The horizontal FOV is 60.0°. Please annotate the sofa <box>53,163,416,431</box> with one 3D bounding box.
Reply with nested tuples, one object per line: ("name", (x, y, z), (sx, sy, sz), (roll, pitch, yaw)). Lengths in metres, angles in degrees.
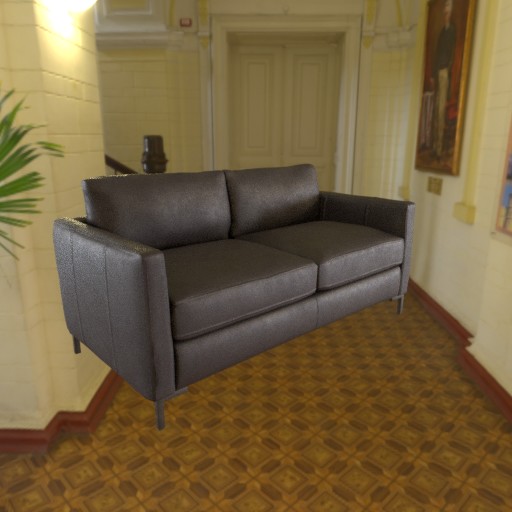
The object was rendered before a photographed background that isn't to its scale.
("sofa", (0.000, 0.000, 2.361), (1.805, 0.883, 0.947), (-14, 21, -42))
